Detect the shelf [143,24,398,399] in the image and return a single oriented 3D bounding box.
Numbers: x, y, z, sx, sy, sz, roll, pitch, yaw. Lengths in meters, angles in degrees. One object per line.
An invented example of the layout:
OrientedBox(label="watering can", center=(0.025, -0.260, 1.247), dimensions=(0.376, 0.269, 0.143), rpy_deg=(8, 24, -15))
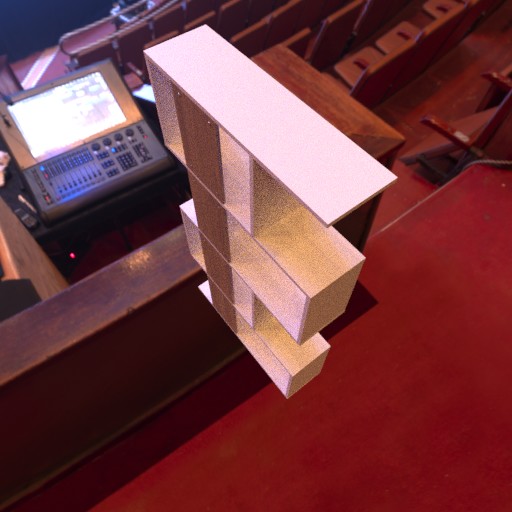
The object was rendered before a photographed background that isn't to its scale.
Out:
OrientedBox(label="shelf", center=(0.000, 0.000, 2.005), dimensions=(0.250, 1.650, 0.890), rpy_deg=(-33, 64, -19))
